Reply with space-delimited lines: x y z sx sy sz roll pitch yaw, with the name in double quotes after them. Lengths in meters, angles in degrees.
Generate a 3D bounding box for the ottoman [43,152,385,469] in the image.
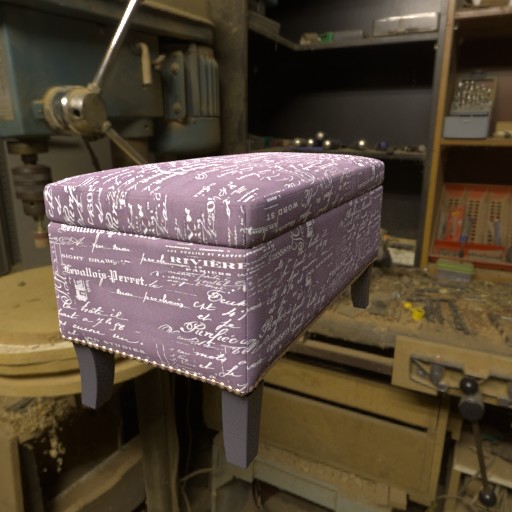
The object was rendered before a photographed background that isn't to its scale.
0.000 0.000 1.044 0.406 0.457 0.813 8 18 27 "ottoman"
